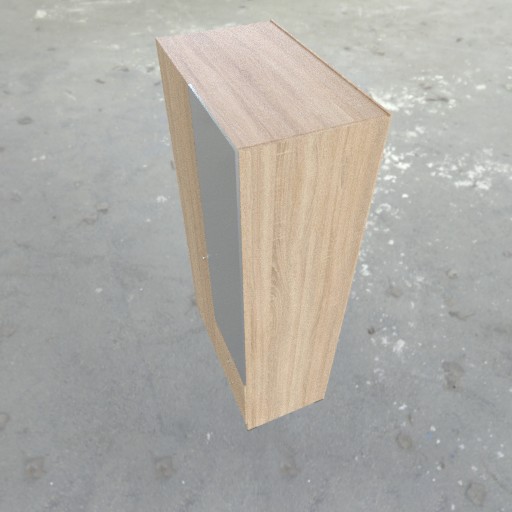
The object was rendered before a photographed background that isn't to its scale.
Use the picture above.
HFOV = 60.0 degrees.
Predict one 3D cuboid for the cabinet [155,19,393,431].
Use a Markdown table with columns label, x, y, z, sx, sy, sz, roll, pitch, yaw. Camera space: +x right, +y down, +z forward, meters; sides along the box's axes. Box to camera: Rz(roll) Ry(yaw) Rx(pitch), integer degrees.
| label | x | y | z | sx | sy | sz | roll | pitch | yaw |
| --- | --- | --- | --- | --- | --- | --- | --- | --- | --- |
| cabinet | 0.000 | 0.000 | 2.517 | 0.590 | 2.121 | 1.001 | -17 | 49 | -16 |
